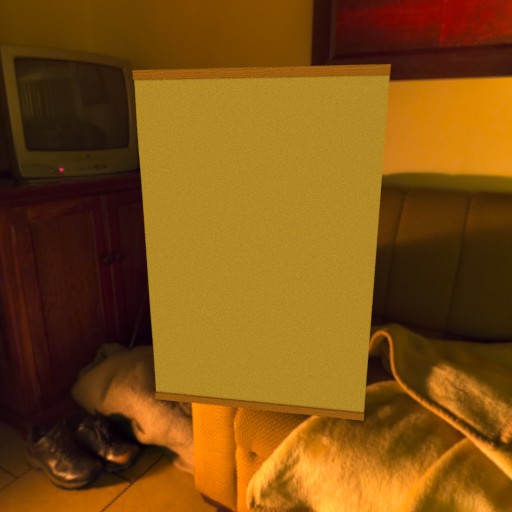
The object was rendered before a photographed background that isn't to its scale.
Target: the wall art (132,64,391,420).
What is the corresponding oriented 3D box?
[{"bbox_3d":[0.000,0.000,1.932,1.011,1.521,0.025,3,16,9],"label":"wall art"}]
